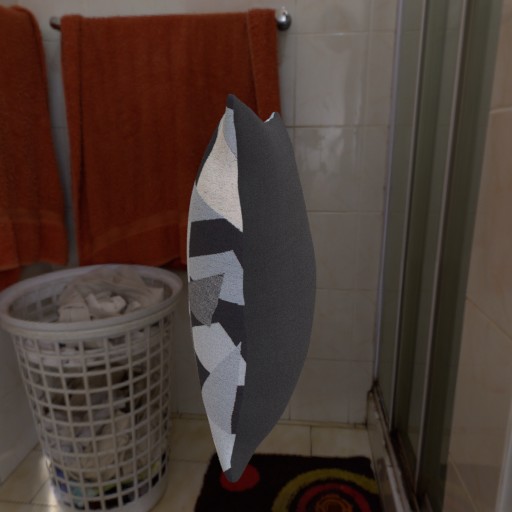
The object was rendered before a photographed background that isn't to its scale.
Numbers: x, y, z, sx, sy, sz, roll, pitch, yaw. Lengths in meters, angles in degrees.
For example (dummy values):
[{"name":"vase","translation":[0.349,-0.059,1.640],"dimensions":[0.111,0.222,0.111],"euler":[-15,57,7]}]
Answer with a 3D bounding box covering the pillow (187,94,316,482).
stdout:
[{"name":"pillow","translation":[0.000,0.000,0.761],"dimensions":[0.208,0.496,0.503],"euler":[2,15,8]}]
